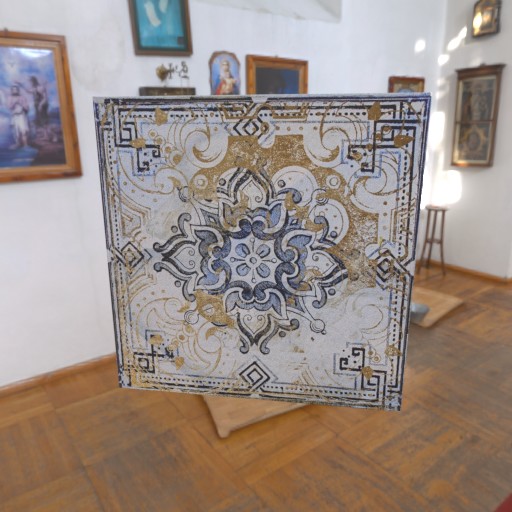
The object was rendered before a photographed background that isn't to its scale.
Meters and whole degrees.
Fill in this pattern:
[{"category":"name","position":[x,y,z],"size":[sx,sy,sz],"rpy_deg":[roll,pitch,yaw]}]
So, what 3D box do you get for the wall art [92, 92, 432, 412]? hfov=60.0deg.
[{"category":"wall art","position":[0.000,0.000,0.449],"size":[0.302,0.306,0.038],"rpy_deg":[2,15,8]}]
